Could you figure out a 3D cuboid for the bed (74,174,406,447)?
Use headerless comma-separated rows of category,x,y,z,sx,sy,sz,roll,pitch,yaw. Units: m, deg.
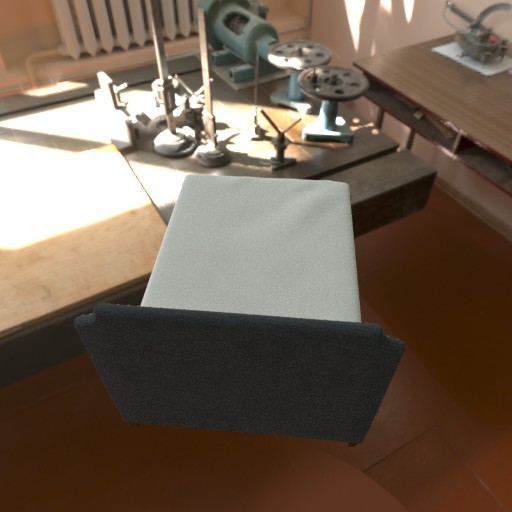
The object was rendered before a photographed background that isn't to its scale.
bed,0.000,0.000,3.475,1.713,1.443,2.372,4,46,4
